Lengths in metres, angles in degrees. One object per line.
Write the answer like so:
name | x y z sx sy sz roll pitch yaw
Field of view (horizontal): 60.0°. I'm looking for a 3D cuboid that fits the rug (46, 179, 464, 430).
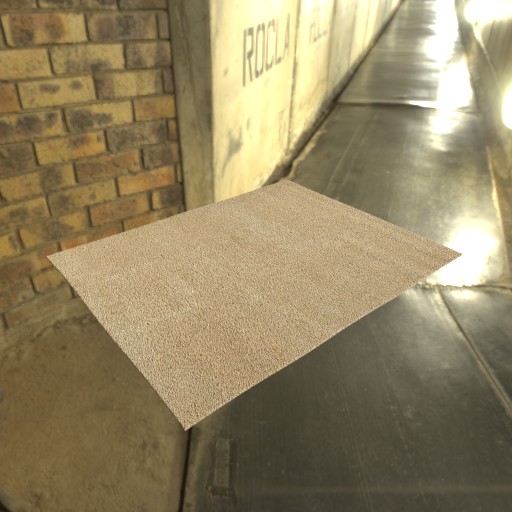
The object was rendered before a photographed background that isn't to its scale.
rug | 0.000 0.000 4.078 3.000 0.025 2.400 -23 38 -33
